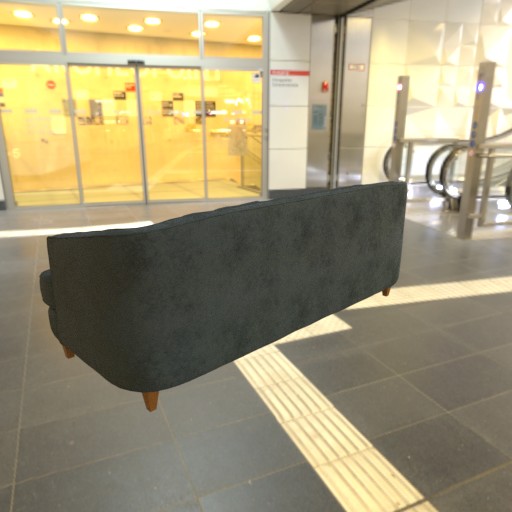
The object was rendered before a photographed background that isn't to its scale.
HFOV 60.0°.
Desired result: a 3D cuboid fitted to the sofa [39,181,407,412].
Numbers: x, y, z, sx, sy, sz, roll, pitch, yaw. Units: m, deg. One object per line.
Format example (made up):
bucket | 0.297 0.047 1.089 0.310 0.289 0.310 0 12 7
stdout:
sofa | 0.000 0.000 2.721 2.278 0.855 0.941 -15 23 -41
